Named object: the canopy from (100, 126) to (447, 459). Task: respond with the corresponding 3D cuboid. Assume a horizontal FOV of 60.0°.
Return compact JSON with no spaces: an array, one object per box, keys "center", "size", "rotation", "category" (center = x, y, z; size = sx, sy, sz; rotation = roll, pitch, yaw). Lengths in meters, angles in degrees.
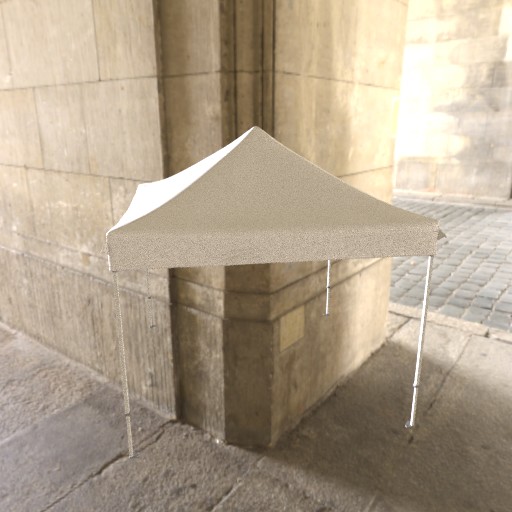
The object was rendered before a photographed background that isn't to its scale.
[{"center":[0.000,0.000,5.331],"size":[2.996,2.998,2.994],"rotation":[-3,17,-9],"category":"canopy"}]
